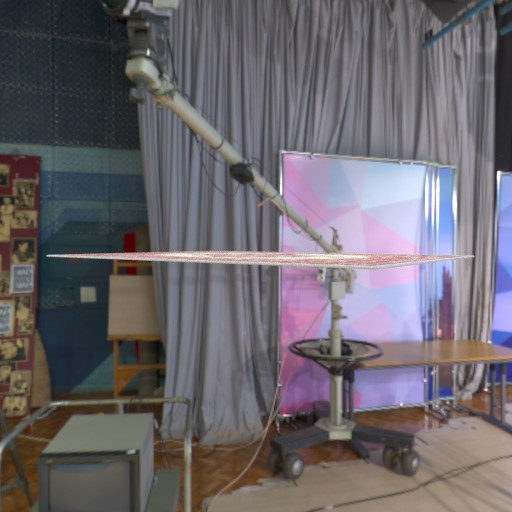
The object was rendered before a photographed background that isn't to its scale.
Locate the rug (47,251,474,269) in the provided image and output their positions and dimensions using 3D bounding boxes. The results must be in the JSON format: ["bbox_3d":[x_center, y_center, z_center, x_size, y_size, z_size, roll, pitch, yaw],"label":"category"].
[{"bbox_3d":[0.000,0.000,2.805,2.232,0.011,1.555,1,2,37],"label":"rug"}]
